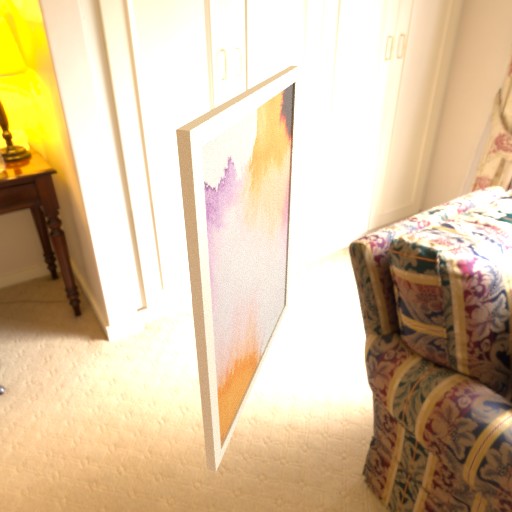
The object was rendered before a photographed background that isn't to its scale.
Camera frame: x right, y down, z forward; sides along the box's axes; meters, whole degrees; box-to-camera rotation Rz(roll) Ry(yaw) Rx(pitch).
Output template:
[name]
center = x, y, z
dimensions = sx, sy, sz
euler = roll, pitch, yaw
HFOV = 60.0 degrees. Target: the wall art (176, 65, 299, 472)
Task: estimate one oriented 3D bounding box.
[wall art]
center = 0.000, 0.000, 0.634
dimensions = 0.013, 0.456, 0.382
euler = 10, 32, 16
